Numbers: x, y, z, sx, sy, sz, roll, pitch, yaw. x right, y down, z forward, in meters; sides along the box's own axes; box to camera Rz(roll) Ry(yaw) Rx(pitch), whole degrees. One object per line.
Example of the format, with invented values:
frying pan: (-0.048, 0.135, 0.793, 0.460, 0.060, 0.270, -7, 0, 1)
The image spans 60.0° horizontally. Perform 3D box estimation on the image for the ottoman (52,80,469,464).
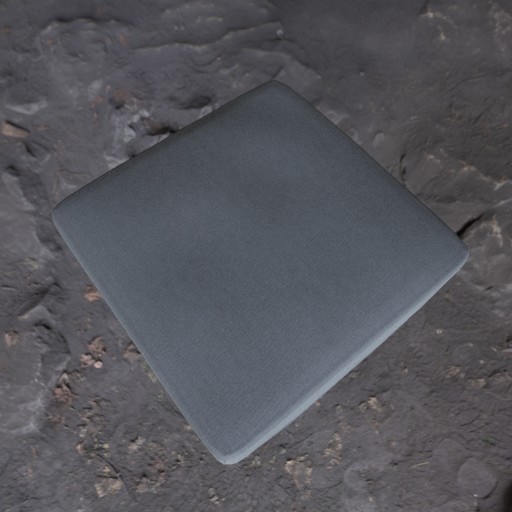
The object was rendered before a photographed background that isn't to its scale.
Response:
ottoman: (0.000, 0.000, 1.337, 0.843, 0.441, 0.842, -35, 69, -16)
